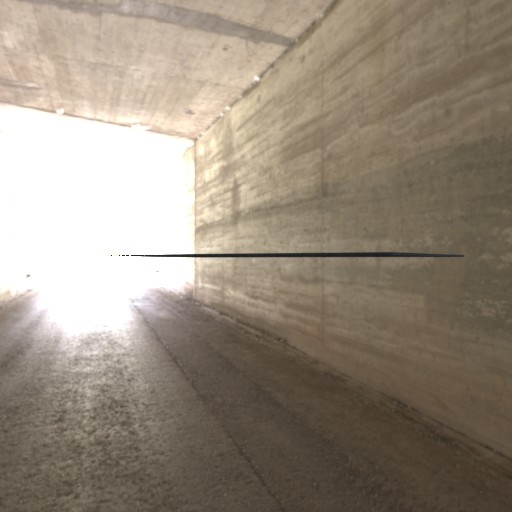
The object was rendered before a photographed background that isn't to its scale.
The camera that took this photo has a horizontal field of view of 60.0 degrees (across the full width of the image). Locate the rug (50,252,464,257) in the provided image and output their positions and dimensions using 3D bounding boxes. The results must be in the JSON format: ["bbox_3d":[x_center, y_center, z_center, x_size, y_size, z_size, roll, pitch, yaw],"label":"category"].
[{"bbox_3d":[0.000,0.000,2.342,1.829,0.010,1.219,0,0,34],"label":"rug"}]
